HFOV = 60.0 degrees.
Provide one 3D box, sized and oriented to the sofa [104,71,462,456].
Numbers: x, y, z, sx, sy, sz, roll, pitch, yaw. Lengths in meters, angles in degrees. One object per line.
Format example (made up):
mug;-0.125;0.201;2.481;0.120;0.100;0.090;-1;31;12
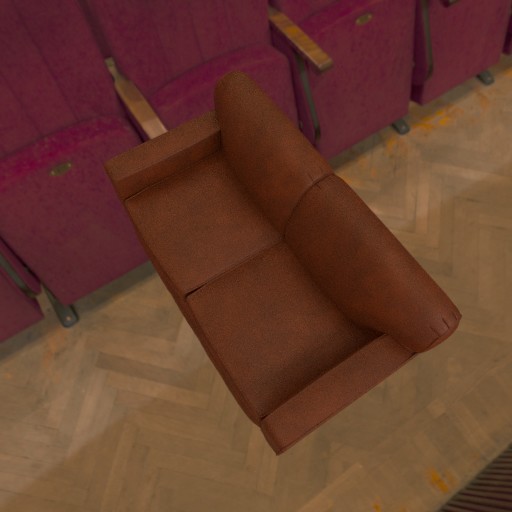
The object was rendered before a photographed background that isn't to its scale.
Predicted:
sofa;0.000;0.000;2.478;1.000;0.966;1.856;-30;68;-14
